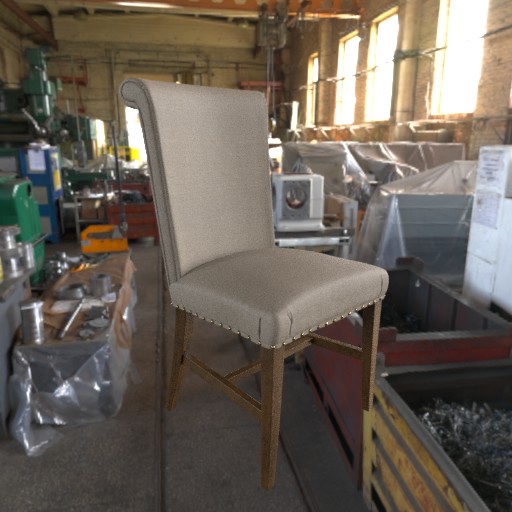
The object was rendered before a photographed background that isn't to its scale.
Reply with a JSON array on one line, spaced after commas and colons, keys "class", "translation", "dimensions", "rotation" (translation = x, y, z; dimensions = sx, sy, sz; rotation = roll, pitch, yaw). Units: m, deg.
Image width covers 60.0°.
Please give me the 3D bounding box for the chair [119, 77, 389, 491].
[{"class": "chair", "translation": [0.000, 0.000, 1.308], "dimensions": [0.608, 0.988, 0.513], "rotation": [14, 20, 43]}]
